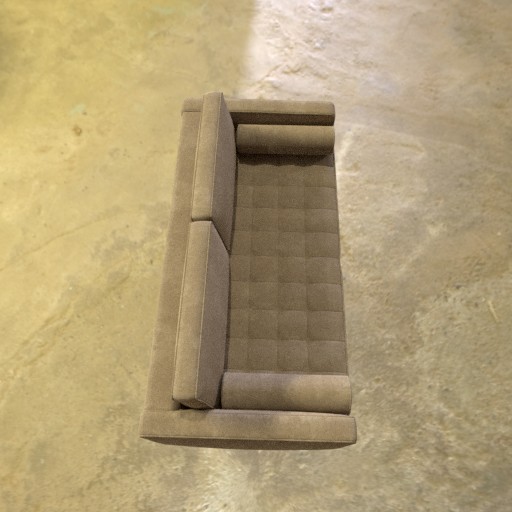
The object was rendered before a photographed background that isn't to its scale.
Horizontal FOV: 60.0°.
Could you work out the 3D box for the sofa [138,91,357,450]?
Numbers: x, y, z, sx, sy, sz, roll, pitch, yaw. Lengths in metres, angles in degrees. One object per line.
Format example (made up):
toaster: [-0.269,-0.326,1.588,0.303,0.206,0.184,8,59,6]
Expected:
sofa: [0.000,0.000,2.350,0.920,0.769,1.883,1,64,1]
